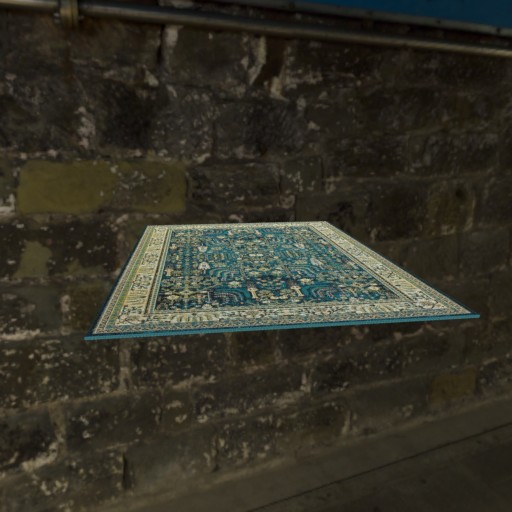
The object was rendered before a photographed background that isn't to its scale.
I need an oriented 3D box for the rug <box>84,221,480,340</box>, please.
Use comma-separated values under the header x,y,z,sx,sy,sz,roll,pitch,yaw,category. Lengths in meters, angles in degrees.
x,y,z,sx,sy,sz,roll,pitch,yaw,category
0.000,0.000,2.815,1.594,0.013,2.213,-2,15,-8,rug
